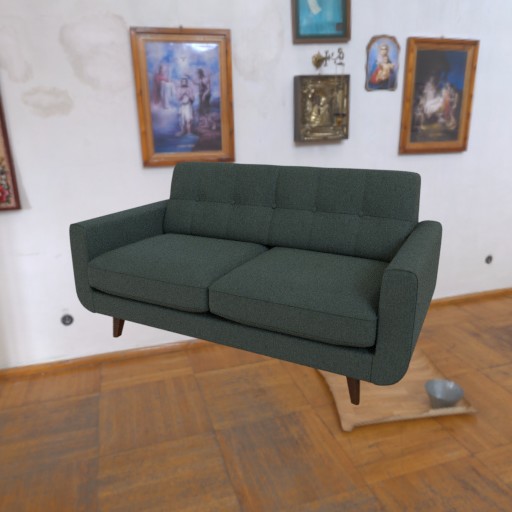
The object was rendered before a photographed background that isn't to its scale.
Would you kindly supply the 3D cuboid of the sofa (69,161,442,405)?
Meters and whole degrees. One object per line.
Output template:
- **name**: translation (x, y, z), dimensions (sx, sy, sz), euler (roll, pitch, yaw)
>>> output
- **sofa**: translation (0.000, 0.000, 2.206), dimensions (1.631, 0.841, 0.909), euler (8, 19, 26)
